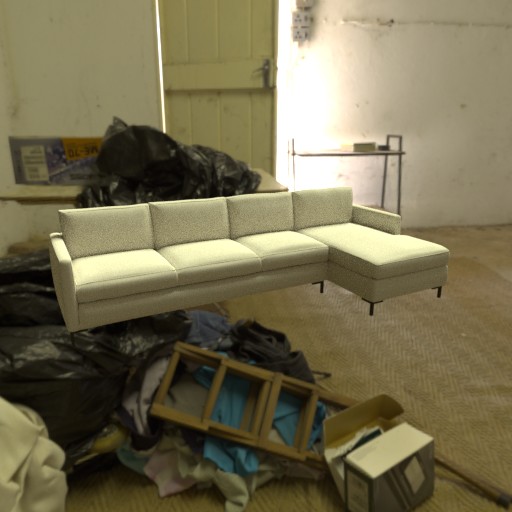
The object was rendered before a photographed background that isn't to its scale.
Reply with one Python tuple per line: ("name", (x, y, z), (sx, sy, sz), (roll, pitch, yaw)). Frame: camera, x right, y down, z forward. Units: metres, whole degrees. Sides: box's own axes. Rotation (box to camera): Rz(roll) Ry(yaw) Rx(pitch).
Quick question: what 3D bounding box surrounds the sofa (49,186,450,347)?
("sofa", (0.000, 0.000, 2.944), (2.445, 0.677, 1.126), (-9, 19, -27))
